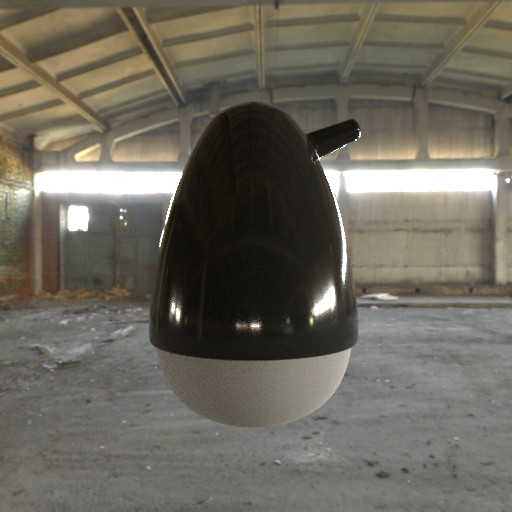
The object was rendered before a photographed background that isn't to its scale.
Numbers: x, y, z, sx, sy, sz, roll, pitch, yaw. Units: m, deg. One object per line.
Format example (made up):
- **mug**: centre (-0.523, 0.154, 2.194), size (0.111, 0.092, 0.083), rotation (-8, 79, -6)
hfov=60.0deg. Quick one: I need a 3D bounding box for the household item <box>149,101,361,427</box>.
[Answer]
- **household item**: centre (0.000, 0.000, 0.221), size (0.104, 0.152, 0.102), rotation (0, 0, 1)
